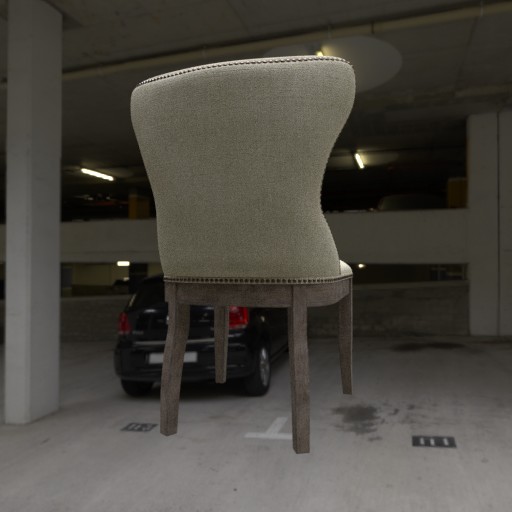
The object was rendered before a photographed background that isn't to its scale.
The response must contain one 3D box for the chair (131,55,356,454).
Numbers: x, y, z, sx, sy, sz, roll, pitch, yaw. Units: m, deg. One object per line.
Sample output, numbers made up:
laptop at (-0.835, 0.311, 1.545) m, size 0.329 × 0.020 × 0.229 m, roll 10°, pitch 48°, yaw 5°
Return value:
chair at (0.000, 0.000, 1.401) m, size 0.654 × 1.002 × 0.681 m, roll 0°, pitch -1°, yaw 18°
